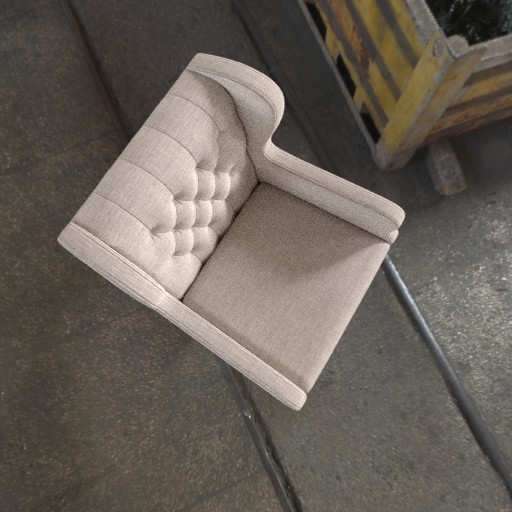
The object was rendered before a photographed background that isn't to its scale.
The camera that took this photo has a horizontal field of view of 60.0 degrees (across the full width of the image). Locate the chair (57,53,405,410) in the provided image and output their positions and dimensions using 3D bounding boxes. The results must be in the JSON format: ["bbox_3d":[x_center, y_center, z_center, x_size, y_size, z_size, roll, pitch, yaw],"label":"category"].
[{"bbox_3d":[0.000,0.000,1.488,0.760,0.930,0.710,31,78,7],"label":"chair"}]
